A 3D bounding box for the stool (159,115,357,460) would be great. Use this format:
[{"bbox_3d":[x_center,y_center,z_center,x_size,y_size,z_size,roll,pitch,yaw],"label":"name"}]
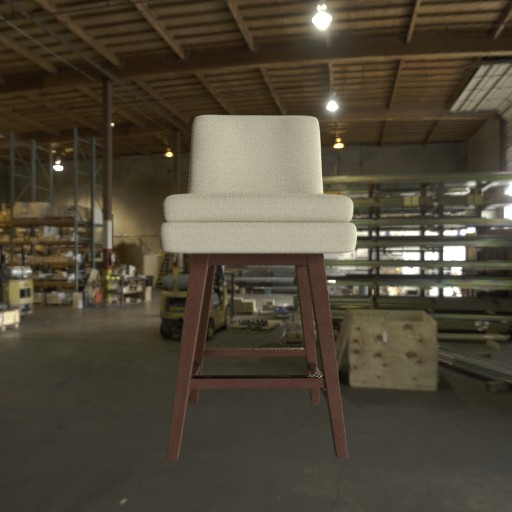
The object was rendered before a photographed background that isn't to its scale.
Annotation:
[{"bbox_3d":[0.000,0.000,1.315,0.483,0.991,0.559,0,0,-1],"label":"stool"}]
